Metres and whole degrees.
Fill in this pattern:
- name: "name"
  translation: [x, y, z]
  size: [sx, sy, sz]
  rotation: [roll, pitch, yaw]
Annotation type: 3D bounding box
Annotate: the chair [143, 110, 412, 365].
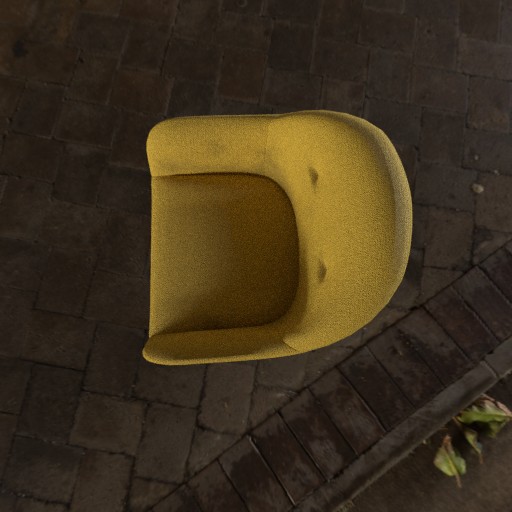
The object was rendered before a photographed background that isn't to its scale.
- name: "chair"
  translation: [0.000, 0.000, 1.157]
  size: [0.565, 0.775, 0.545]
  rotation: [-3, 75, -1]
